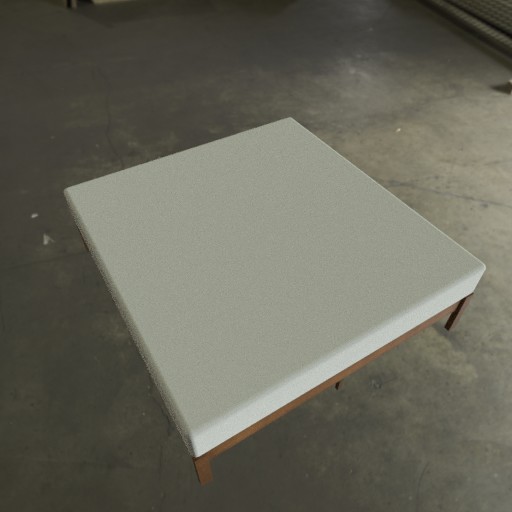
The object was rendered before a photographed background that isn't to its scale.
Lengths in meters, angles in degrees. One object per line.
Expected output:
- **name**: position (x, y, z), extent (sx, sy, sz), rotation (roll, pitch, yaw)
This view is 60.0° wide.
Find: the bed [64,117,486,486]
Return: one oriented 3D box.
- **bed**: position (0.000, 0.000, 3.047), extent (1.930, 0.616, 2.049), rotation (-24, 51, -21)
